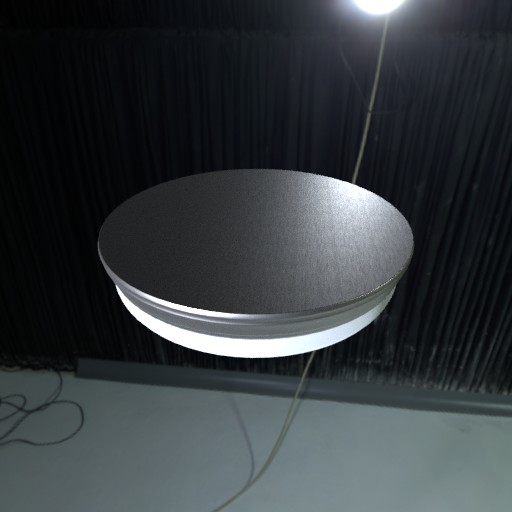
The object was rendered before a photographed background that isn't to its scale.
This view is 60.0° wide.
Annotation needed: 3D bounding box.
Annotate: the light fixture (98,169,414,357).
[{"bbox_3d":[0.000,0.000,0.563,0.368,0.100,0.368,0,31,0],"label":"light fixture"}]
